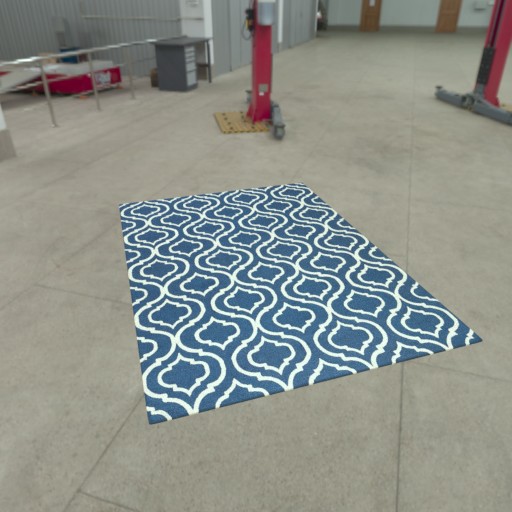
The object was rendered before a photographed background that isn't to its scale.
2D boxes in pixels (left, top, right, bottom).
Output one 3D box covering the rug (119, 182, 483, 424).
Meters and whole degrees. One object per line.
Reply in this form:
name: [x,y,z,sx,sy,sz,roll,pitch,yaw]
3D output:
rug: [0.000,0.000,2.724,1.524,0.010,2.134,-9,31,-15]
